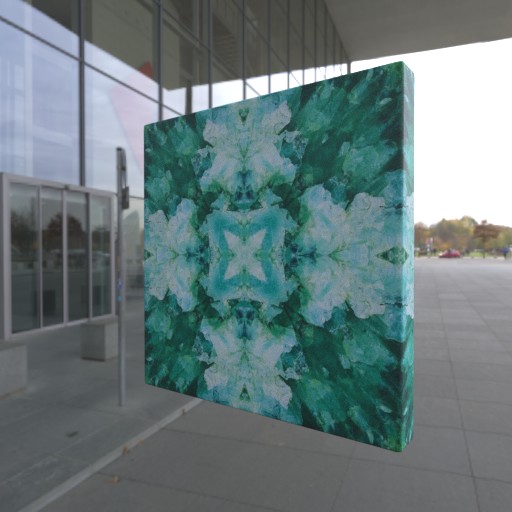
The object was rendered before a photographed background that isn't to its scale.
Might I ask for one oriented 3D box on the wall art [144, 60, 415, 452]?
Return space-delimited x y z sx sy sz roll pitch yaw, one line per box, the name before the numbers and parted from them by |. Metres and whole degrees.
wall art | 0.000 0.000 0.458 0.313 0.313 0.033 1 1 36
